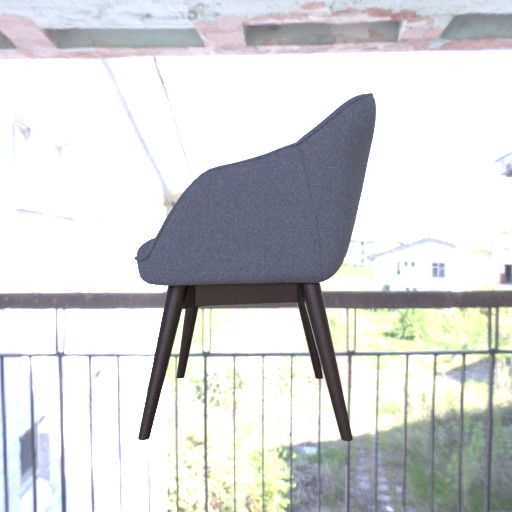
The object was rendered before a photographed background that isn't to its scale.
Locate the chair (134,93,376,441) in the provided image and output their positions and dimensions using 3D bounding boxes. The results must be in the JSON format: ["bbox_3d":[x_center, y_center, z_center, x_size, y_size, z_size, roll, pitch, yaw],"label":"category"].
[{"bbox_3d":[0.000,0.000,1.218,0.611,0.810,0.589,0,1,0],"label":"chair"}]
